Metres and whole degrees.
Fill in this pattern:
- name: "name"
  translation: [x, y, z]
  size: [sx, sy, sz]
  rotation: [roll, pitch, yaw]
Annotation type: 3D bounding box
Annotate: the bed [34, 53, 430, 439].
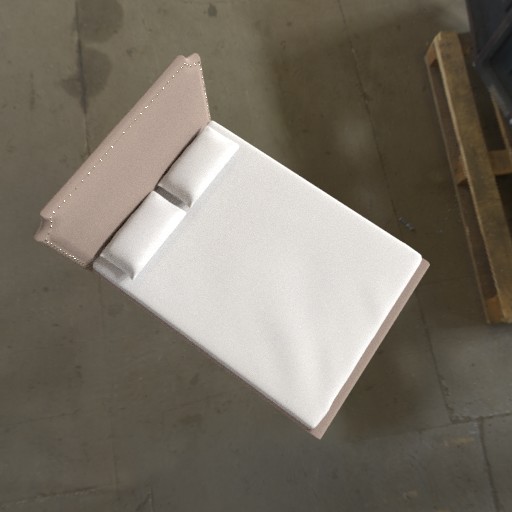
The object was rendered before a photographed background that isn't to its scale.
- name: "bed"
  translation: [0.000, 0.000, 3.421]
  size: [2.372, 1.443, 1.713]
  rotation: [35, 78, 8]
